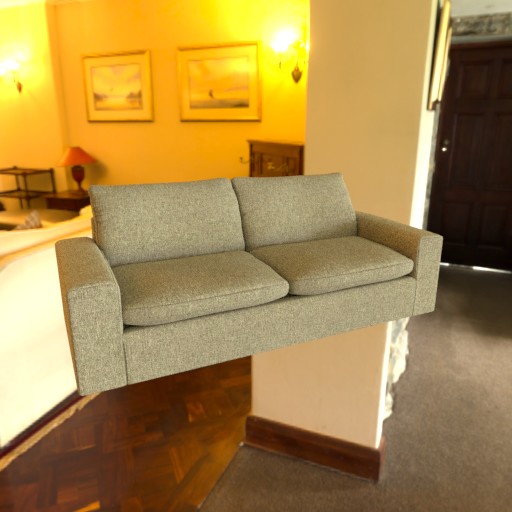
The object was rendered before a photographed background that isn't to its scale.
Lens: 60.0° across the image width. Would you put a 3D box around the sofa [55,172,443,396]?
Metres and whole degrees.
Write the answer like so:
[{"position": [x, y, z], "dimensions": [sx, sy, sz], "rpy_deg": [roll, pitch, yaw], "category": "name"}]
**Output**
[{"position": [0.000, 0.000, 2.836], "dimensions": [2.299, 0.922, 1.040], "rpy_deg": [-8, 18, -25], "category": "sofa"}]
